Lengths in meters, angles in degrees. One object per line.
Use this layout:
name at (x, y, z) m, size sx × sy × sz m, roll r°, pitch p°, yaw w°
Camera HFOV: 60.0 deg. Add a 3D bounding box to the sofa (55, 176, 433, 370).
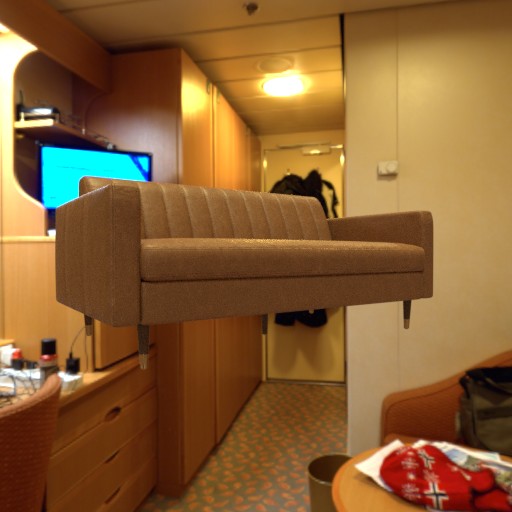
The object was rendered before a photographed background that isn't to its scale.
sofa at (0.000, 0.000, 2.372) m, size 1.847 × 0.821 × 0.993 m, roll 0°, pitch 0°, yaw -34°
